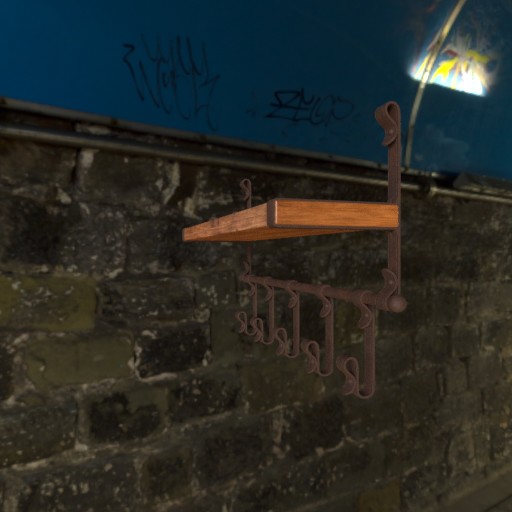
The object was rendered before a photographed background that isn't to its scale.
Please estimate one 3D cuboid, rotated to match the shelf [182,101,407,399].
[{"bbox_3d":[0.000,0.000,0.702,0.146,0.330,0.567,0,0,-19],"label":"shelf"}]
